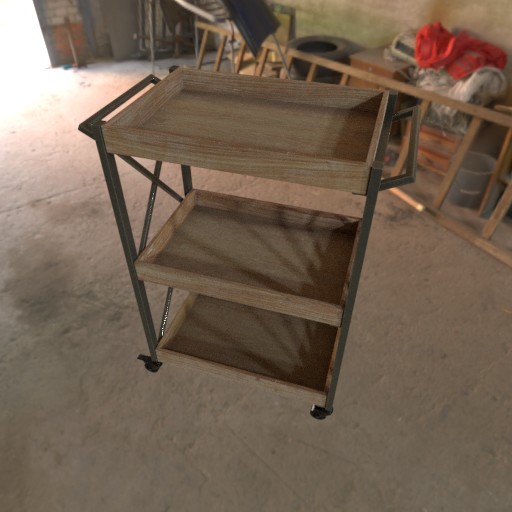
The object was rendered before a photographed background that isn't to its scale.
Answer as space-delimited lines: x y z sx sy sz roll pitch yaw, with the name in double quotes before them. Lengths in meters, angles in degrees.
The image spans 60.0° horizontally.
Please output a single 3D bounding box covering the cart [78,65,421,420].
"cart" 0.000 0.000 1.206 0.673 0.835 0.377 12 42 13
